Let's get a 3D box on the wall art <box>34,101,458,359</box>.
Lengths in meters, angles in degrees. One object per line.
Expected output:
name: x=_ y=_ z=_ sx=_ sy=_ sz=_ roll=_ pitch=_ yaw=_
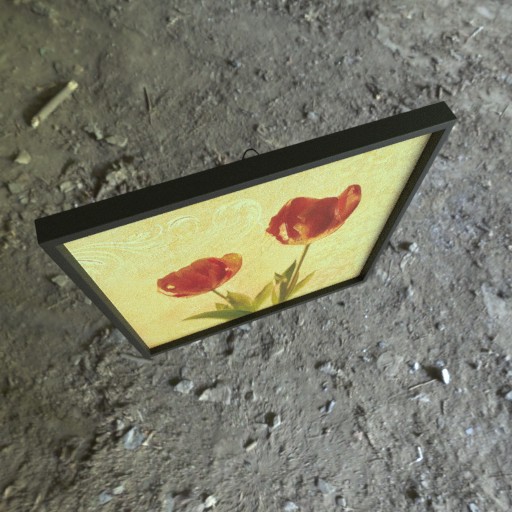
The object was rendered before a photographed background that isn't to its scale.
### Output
wall art: x=0.000 y=0.000 z=0.511 sx=0.349 sy=0.349 sz=0.038 roll=-18 pitch=65 yaw=-9
